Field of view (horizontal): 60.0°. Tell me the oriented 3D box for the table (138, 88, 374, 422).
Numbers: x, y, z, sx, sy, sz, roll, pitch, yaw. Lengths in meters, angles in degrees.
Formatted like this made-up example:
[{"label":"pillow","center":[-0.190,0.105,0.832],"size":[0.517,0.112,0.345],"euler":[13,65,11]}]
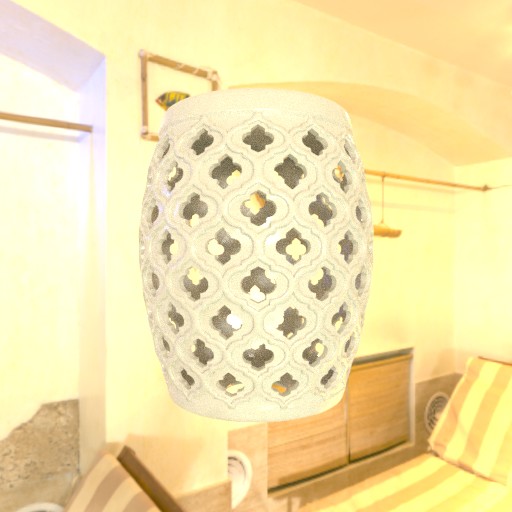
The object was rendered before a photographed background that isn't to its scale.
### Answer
[{"label":"table","center":[0.000,0.000,0.632],"size":[0.325,0.388,0.325],"euler":[0,0,0]}]
